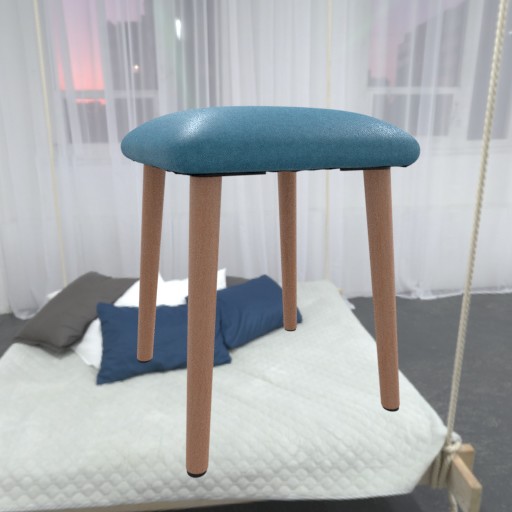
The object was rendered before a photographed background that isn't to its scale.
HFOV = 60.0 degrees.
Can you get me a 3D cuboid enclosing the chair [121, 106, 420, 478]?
[{"bbox_3d":[0.000,0.000,0.708,0.360,0.450,0.360,-7,17,-24],"label":"chair"}]
